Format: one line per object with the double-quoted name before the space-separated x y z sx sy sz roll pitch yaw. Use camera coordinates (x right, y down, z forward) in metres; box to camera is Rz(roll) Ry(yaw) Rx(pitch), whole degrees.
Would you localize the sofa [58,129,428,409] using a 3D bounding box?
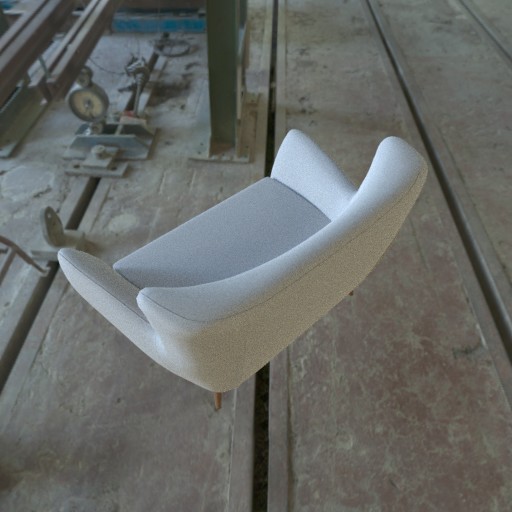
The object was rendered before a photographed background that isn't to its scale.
"sofa" 0.000 0.000 2.017 1.424 0.878 0.921 -34 55 -28
